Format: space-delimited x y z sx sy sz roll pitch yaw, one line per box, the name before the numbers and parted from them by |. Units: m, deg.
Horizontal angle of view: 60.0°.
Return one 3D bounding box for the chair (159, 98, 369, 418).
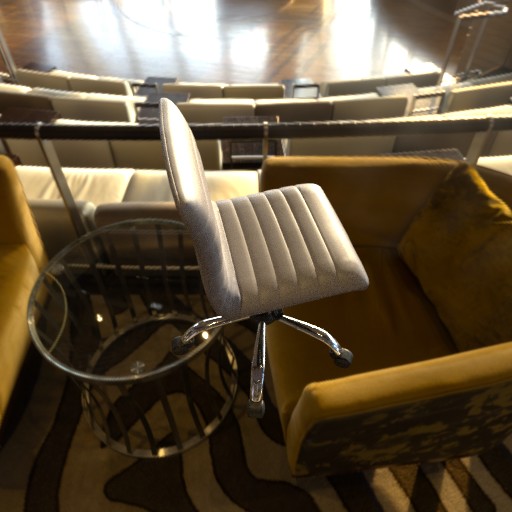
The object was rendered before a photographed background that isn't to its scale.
chair | 0.000 0.000 1.175 0.542 0.750 0.569 -9 47 -9
